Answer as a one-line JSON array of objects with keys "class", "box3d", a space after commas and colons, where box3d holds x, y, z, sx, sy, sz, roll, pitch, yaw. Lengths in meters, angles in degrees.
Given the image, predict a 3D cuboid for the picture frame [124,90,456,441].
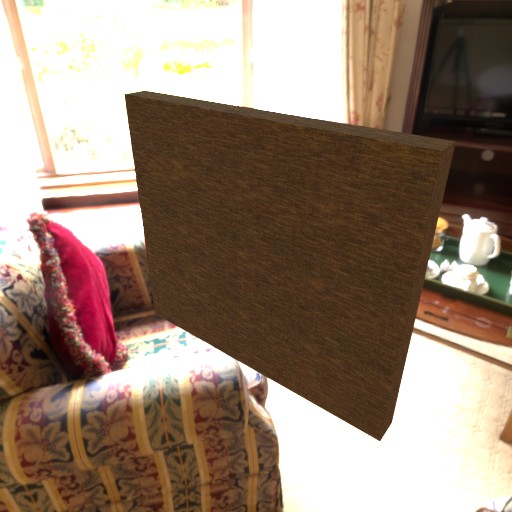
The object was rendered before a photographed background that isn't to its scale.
[{"class": "picture frame", "box3d": [0.000, 0.000, 0.525, 0.378, 0.330, 0.033, 21, 36, 32]}]
